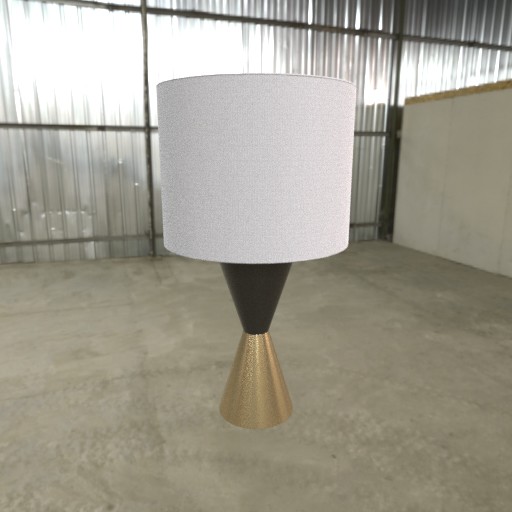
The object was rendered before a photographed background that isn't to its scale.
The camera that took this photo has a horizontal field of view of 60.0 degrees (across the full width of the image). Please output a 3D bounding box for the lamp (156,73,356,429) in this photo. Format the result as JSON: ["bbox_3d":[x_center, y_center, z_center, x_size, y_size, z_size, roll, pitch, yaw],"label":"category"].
[{"bbox_3d":[0.000,0.000,0.752,0.304,0.573,0.304,2,14,10],"label":"lamp"}]
